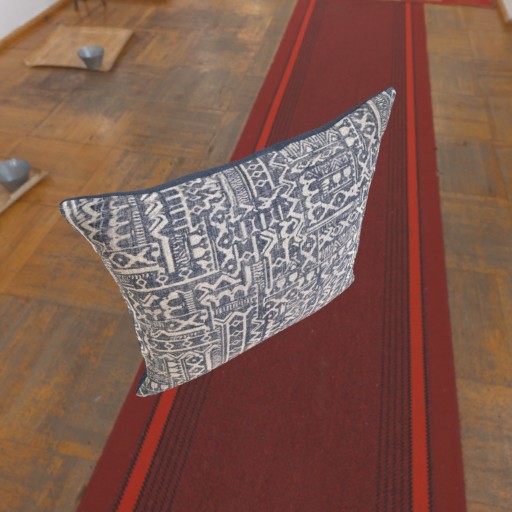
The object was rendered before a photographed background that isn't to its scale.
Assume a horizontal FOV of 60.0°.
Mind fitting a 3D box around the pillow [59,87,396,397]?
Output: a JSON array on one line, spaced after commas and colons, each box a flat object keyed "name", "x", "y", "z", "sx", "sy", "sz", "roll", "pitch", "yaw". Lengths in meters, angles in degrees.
[{"name": "pillow", "x": 0.000, "y": 0.000, "z": 0.785, "sx": 0.546, "sy": 0.487, "sz": 0.180, "roll": -25, "pitch": 51, "yaw": -22}]
